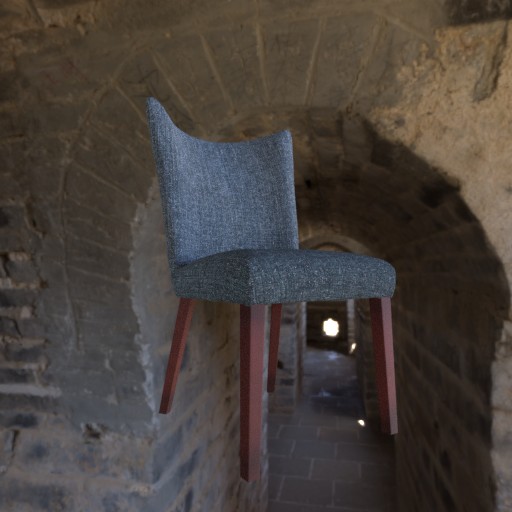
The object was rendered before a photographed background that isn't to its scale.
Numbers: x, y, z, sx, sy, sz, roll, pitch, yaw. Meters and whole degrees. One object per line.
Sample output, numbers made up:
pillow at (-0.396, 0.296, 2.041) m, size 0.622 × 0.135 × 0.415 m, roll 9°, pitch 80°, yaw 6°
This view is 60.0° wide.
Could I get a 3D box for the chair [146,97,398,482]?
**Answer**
chair at (0.000, 0.000, 1.280) m, size 0.535 × 0.924 × 0.623 m, roll 1°, pitch -2°, yaw -35°
